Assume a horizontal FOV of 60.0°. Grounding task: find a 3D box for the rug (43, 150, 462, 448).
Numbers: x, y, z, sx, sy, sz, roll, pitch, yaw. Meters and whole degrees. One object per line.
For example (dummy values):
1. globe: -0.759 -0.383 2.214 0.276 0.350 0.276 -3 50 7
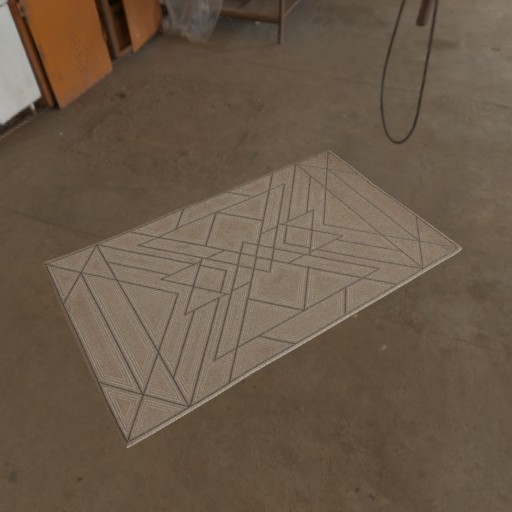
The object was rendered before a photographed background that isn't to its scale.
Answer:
1. rug: 0.000 0.000 1.059 0.869 0.008 0.511 -25 52 -22
